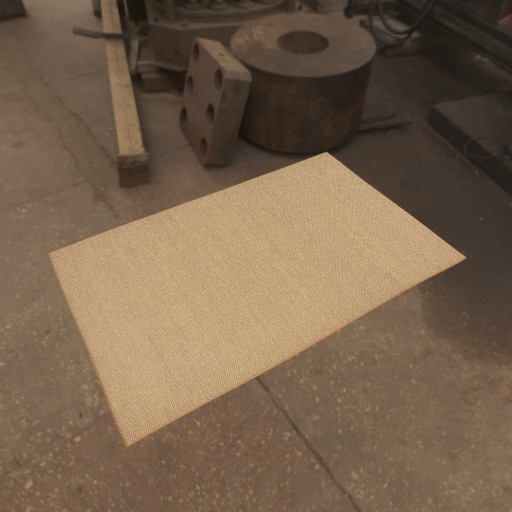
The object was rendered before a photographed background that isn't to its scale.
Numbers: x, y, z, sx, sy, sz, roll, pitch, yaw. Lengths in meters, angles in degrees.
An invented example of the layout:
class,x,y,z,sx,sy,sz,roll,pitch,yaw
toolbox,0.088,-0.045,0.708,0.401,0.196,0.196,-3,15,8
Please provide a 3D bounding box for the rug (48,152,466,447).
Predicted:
class,x,y,z,sx,sy,sz,roll,pitch,yaw
rug,0.000,0.000,2.097,1.678,0.013,1.078,-24,50,-22
